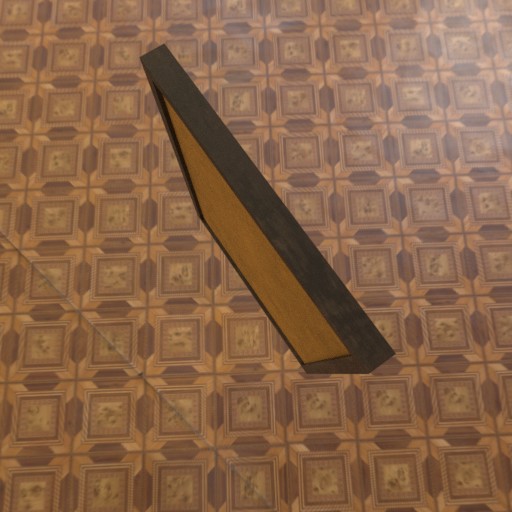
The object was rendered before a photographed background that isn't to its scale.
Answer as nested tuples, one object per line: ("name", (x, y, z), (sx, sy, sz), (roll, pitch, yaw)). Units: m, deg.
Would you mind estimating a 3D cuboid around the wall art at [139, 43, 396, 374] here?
("wall art", (0.000, 0.000, 0.556), (0.027, 0.406, 0.329), (-33, 78, -8))
